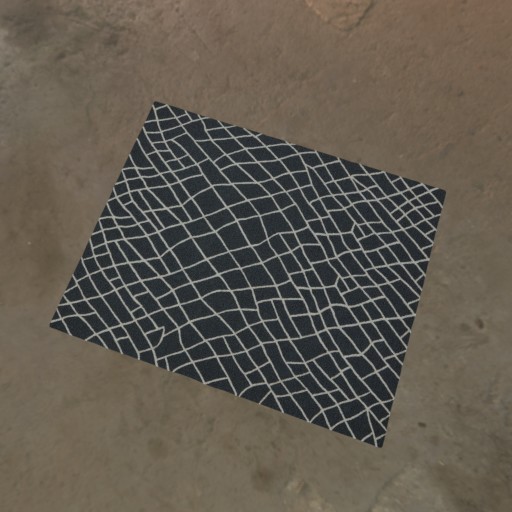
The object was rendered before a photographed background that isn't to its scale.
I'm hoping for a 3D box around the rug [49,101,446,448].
[{"bbox_3d":[0.000,0.000,4.094,3.047,0.022,2.439,18,75,5],"label":"rug"}]
